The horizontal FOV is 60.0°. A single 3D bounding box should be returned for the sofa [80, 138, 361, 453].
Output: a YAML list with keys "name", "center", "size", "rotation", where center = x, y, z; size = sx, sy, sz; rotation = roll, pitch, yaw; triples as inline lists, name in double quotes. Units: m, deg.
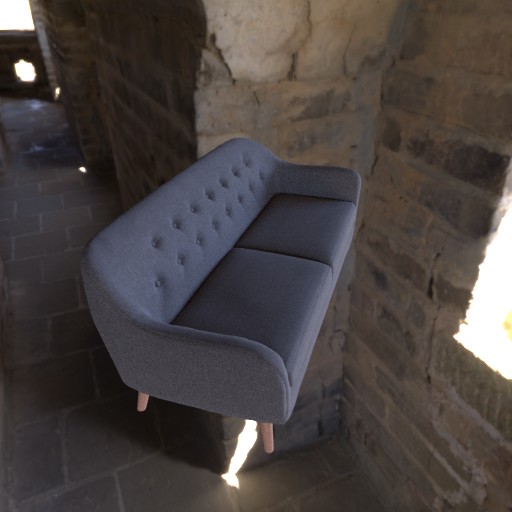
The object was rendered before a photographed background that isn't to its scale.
- name: "sofa"
  center: [0.000, 0.000, 2.272]
  size: [0.820, 0.820, 1.840]
  rotation: [10, 32, 17]
